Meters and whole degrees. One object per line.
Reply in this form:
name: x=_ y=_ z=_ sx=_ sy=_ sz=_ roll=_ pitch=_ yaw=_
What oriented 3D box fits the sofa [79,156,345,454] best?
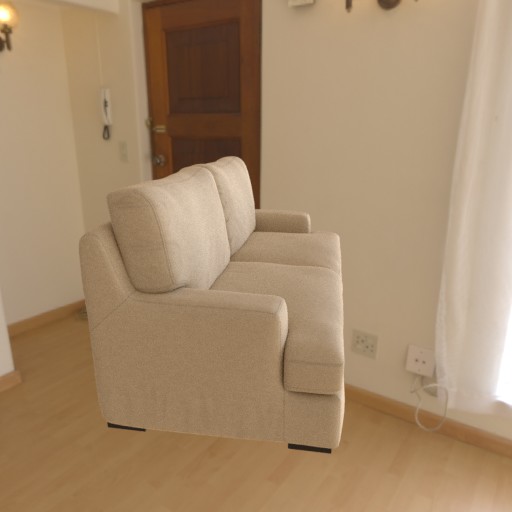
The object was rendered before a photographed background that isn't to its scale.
sofa: x=0.000 y=0.000 z=2.426 sx=0.962 sy=0.967 sz=1.885 roll=3 pitch=17 yaw=9
